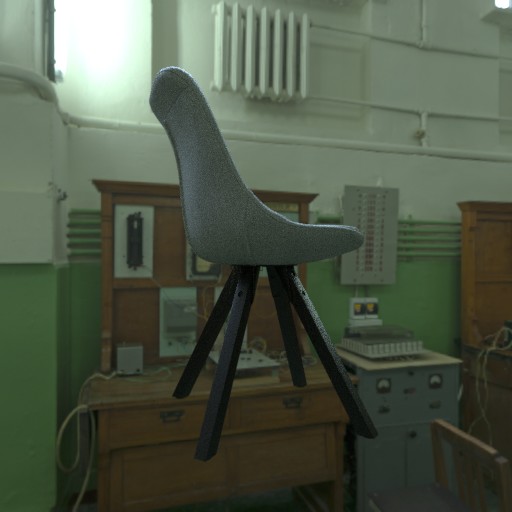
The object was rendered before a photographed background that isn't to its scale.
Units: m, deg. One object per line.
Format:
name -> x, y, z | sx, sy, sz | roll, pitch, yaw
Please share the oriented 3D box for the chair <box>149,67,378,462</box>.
chair -> 0.000, 0.000, 1.180 | 0.550, 0.850, 0.485 | 0, 0, -18
